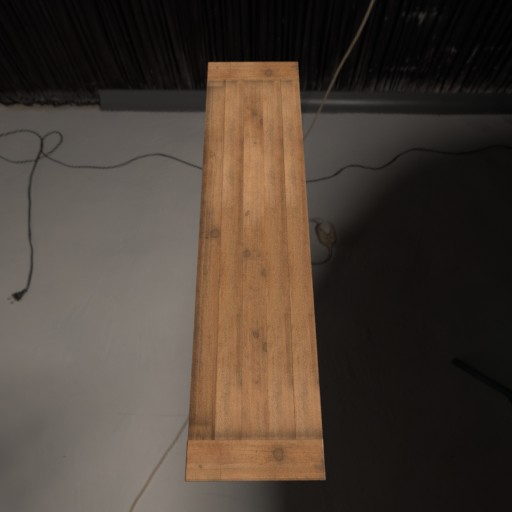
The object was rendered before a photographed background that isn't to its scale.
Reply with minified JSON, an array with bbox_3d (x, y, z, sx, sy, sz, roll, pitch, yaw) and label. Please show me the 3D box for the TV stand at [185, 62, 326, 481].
[{"bbox_3d":[0.000,0.000,2.009,0.453,0.573,1.804,0,65,0],"label":"TV stand"}]
